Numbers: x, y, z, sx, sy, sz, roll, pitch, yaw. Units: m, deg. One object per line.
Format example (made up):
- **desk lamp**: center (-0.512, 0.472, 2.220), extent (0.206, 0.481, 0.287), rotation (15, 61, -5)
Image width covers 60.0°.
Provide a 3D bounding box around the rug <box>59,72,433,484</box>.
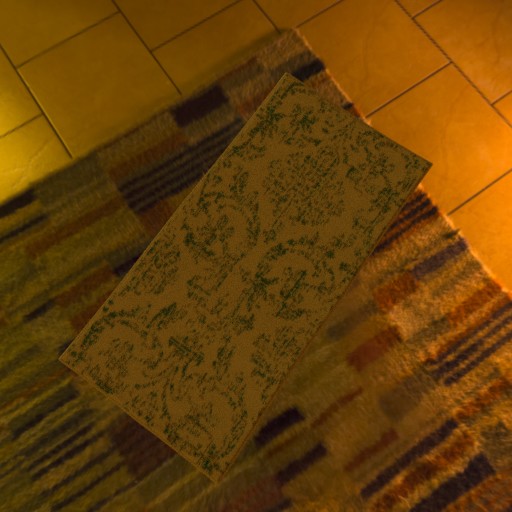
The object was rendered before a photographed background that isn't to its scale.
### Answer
- **rug**: center (0.000, 0.000, 1.418), extent (0.605, 0.007, 1.220), rotation (35, 79, 8)
